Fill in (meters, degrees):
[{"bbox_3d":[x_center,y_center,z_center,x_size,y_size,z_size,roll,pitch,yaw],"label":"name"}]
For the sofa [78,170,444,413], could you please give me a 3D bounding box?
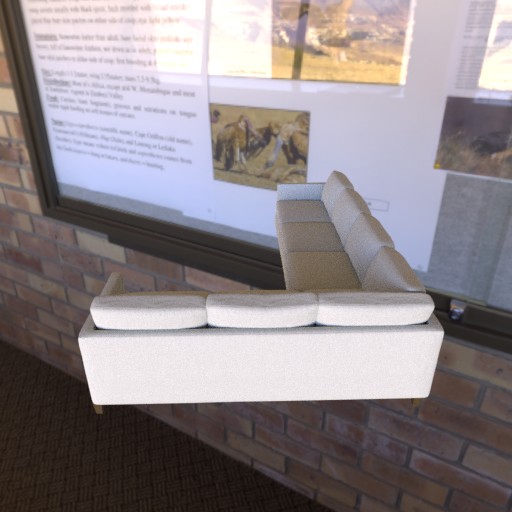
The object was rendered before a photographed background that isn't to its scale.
[{"bbox_3d":[0.000,0.000,4.532,2.522,0.934,3.333,-1,27,-1],"label":"sofa"}]
